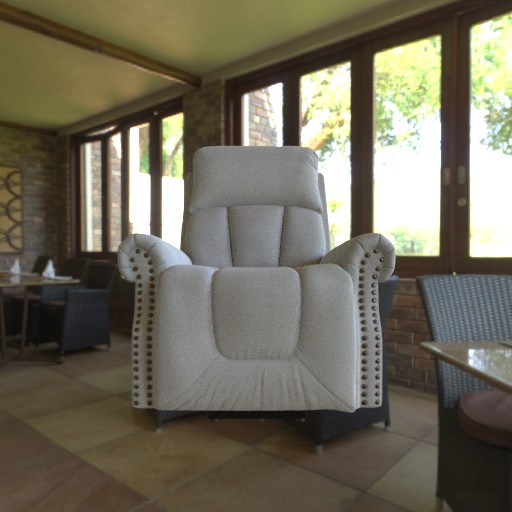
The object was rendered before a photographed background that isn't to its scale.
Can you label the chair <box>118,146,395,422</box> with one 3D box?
[{"bbox_3d":[0.000,0.000,1.737,0.871,1.031,0.979,0,1,0],"label":"chair"}]
